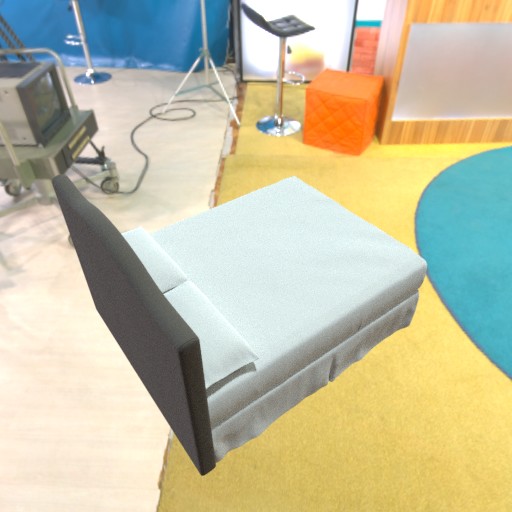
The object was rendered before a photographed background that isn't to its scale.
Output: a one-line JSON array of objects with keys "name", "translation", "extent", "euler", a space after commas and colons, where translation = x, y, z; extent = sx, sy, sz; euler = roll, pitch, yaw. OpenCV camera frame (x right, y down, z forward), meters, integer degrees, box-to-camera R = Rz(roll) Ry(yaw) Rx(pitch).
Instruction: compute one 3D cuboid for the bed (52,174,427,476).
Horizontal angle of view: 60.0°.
[{"name": "bed", "translation": [0.000, 0.000, 3.149], "extent": [2.036, 1.387, 1.666], "euler": [-26, 47, -27]}]
